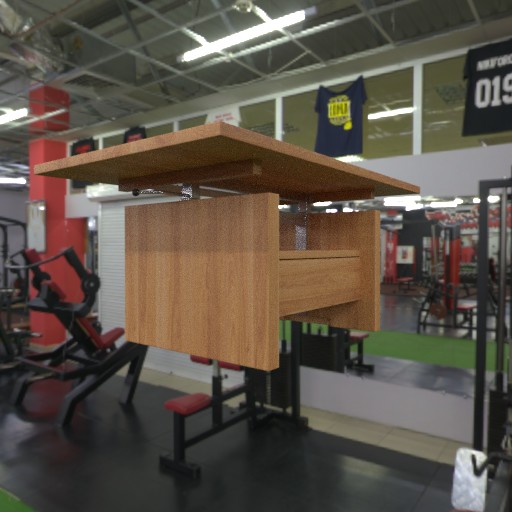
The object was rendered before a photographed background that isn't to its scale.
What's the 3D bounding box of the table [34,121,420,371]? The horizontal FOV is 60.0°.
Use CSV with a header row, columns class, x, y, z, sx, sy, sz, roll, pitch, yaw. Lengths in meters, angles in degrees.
class,x,y,z,sx,sy,sz,roll,pitch,yaw
table,0.000,0.000,1.447,0.700,0.510,1.100,1,1,38
